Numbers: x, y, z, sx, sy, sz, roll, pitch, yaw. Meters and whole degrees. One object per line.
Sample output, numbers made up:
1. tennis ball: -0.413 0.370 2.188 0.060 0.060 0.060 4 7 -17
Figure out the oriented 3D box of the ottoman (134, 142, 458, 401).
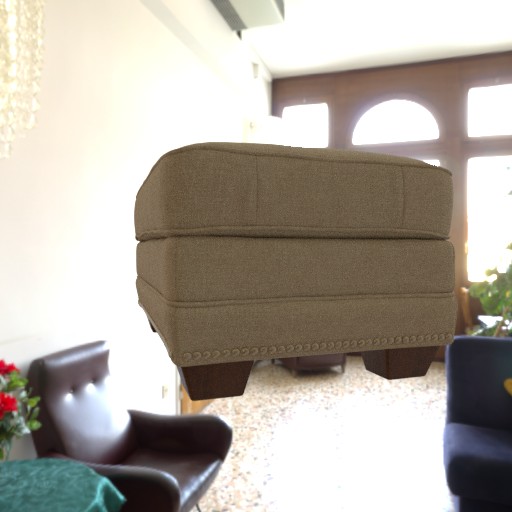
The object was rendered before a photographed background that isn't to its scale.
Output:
1. ottoman: 0.000 0.000 1.111 0.559 0.458 0.813 0 1 -19
